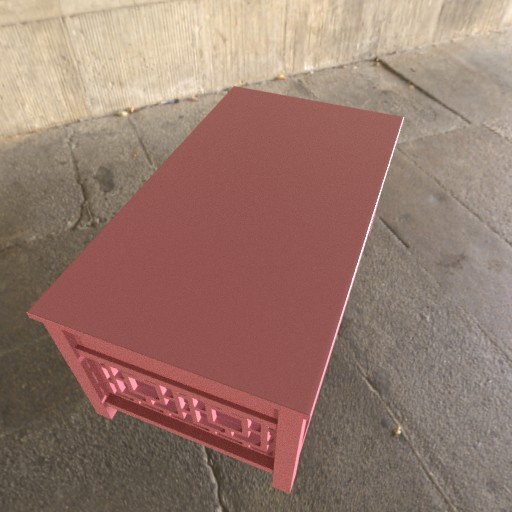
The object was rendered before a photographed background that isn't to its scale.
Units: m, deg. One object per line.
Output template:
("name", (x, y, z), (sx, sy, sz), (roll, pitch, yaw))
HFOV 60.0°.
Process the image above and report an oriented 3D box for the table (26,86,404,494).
("table", (0.000, 0.000, 1.347), (0.612, 0.493, 1.068), (16, 48, 14))
